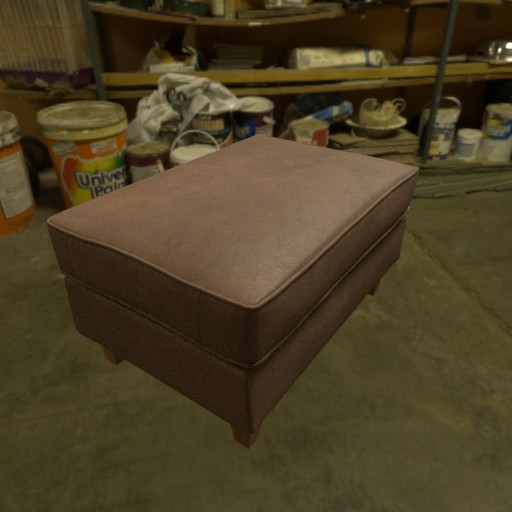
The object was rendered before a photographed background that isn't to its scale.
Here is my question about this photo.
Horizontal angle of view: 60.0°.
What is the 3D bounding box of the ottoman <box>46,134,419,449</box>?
[{"bbox_3d":[0.000,0.000,1.233,0.596,0.481,0.860,20,36,30],"label":"ottoman"}]
